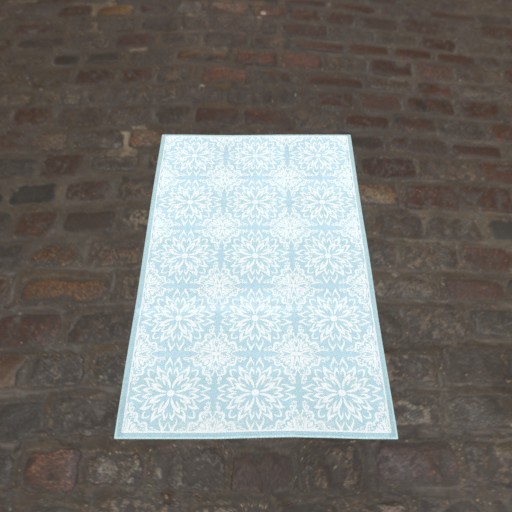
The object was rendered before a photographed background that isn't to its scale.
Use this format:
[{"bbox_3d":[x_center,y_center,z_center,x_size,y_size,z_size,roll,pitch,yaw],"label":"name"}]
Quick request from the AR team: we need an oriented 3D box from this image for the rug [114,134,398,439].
[{"bbox_3d":[0.000,0.000,2.378,1.219,0.012,1.840,0,58,0],"label":"rug"}]
